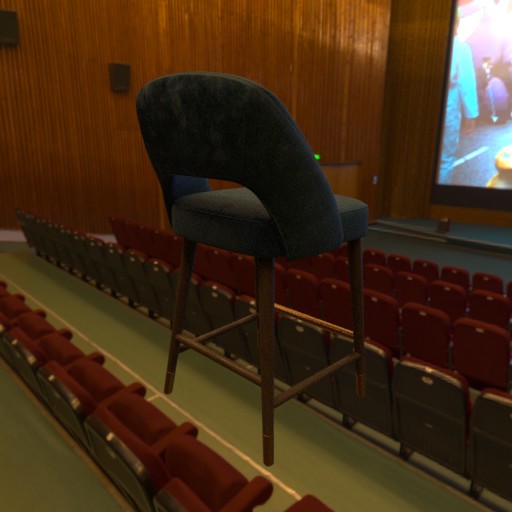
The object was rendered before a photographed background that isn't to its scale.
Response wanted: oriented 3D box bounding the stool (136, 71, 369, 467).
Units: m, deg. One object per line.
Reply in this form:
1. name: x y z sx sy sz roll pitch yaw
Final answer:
1. stool: 0.000 0.000 1.253 0.524 0.925 0.536 -15 22 -43
